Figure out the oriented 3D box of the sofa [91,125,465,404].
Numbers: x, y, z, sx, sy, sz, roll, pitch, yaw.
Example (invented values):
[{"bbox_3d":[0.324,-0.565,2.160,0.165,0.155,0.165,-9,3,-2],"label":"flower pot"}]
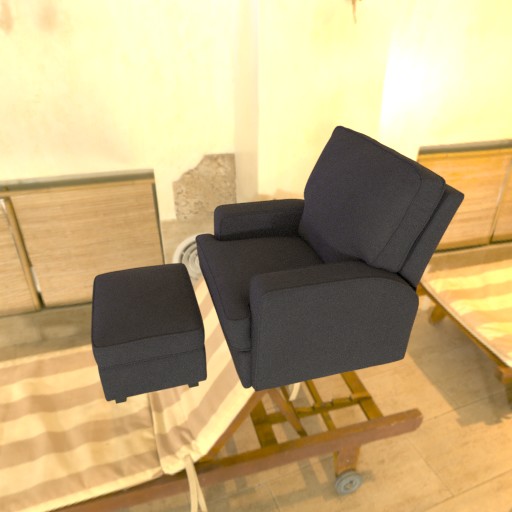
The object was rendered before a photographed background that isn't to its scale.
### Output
[{"bbox_3d":[0.000,0.000,2.009,1.472,0.959,0.861,-8,31,-14],"label":"sofa"}]
